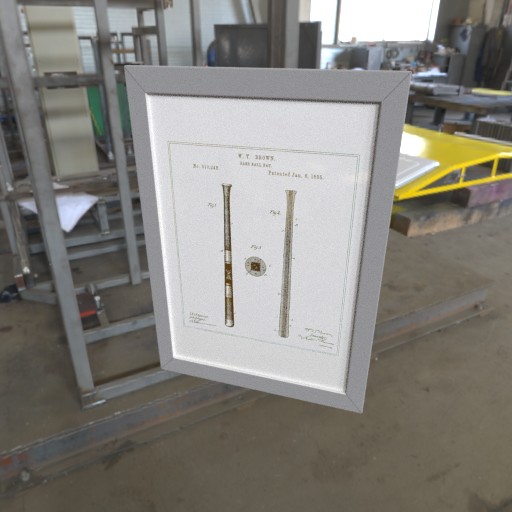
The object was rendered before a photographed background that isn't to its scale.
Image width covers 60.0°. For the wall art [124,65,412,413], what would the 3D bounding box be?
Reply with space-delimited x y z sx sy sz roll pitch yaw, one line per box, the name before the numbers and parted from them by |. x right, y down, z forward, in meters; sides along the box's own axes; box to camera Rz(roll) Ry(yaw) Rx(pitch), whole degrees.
wall art | 0.000 0.000 0.676 0.374 0.529 0.012 8 28 15
